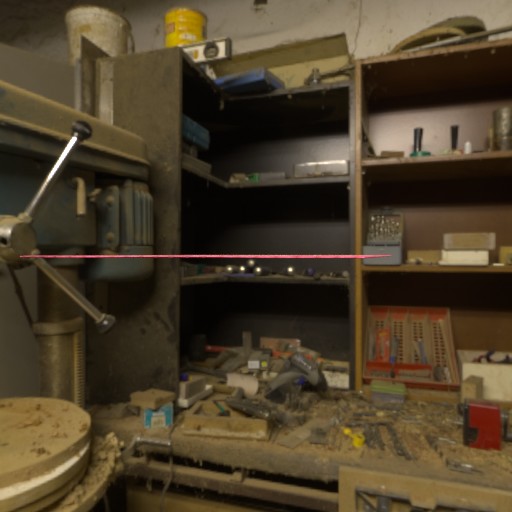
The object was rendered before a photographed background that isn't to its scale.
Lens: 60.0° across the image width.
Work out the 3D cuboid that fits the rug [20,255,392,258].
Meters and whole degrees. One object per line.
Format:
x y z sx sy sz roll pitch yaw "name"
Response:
0.000 0.000 2.838 1.579 0.007 2.184 0 0 19 "rug"
